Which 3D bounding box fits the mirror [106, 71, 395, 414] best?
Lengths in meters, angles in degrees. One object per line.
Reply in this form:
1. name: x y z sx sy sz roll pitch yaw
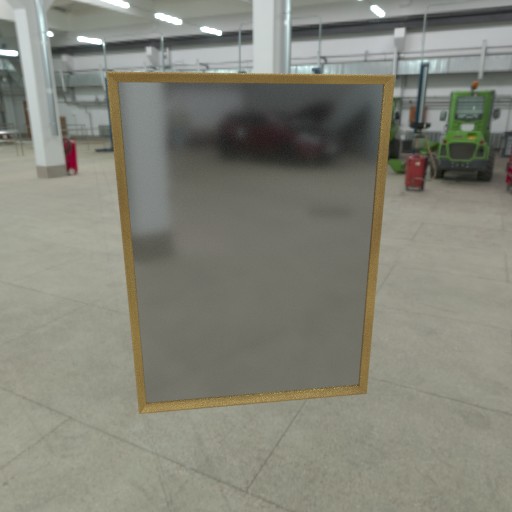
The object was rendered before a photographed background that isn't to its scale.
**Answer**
1. mirror: 0.000 0.000 1.332 0.762 1.016 0.041 -3 18 -8
